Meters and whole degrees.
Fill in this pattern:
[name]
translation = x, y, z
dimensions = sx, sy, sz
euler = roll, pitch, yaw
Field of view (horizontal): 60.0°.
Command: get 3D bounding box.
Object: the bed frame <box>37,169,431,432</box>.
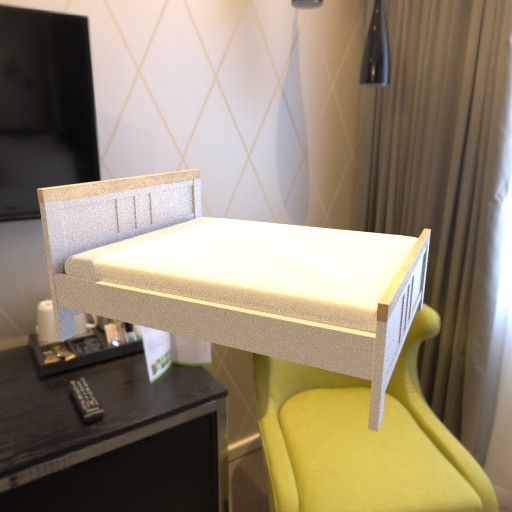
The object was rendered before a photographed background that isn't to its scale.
[bed frame]
translation = 0.000, 0.000, 3.019
dimensions = 2.050, 0.980, 1.670
euler = 8, 17, 25
